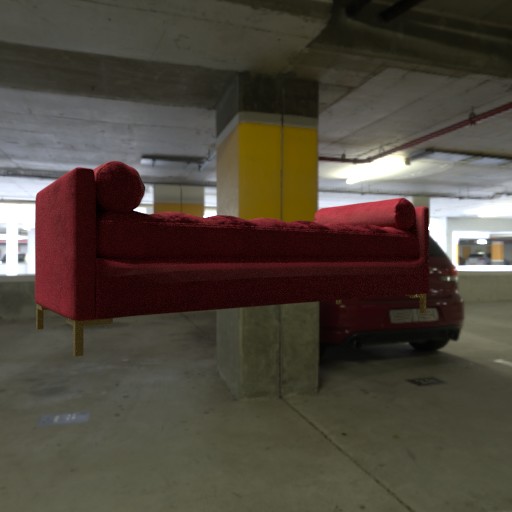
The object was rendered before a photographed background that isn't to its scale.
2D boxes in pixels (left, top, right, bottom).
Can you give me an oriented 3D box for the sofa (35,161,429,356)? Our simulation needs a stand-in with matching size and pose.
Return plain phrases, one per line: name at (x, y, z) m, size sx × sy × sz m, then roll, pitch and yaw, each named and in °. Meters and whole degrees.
sofa at (0.000, 0.000, 2.429) m, size 2.102 × 0.705 × 0.796 m, roll 0°, pitch 0°, yaw -36°
